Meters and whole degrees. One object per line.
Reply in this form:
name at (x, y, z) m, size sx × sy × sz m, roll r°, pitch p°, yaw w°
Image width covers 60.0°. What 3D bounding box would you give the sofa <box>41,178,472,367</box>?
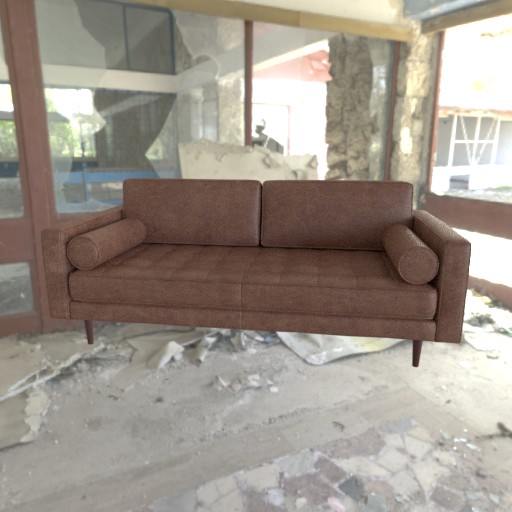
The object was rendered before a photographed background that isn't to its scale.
sofa at (0.000, 0.000, 2.316) m, size 1.870 × 0.760 × 0.910 m, roll 2°, pitch 14°, yaw 8°
